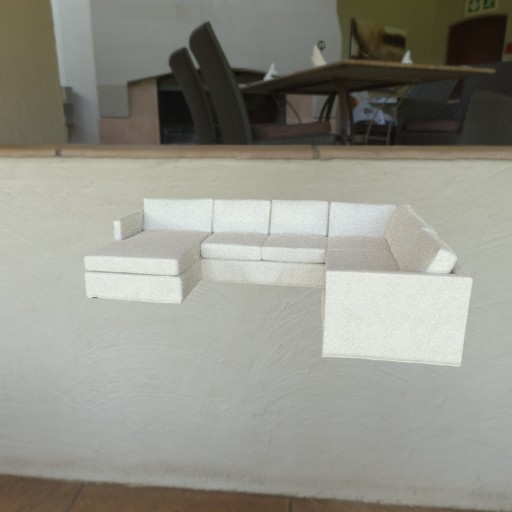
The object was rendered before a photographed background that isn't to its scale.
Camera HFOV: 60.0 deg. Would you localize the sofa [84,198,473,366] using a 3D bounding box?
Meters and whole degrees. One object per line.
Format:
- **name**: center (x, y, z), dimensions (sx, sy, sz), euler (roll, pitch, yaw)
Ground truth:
- **sofa**: center (0.000, 0.000, 4.535), dimensions (3.464, 0.882, 2.448), euler (2, 16, 9)
